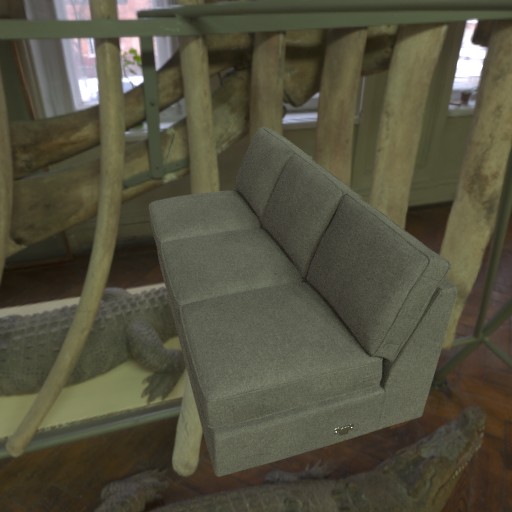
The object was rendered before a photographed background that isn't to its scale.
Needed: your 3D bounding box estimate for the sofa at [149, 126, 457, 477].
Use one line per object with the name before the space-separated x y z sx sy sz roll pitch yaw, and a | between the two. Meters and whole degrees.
sofa | 0.000 0.000 2.511 1.027 0.973 1.962 -9 31 -15
